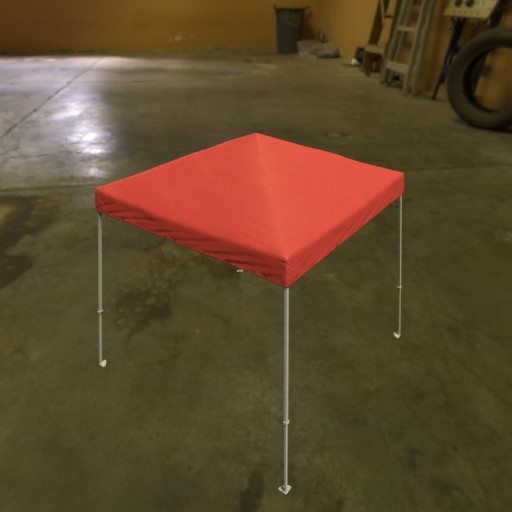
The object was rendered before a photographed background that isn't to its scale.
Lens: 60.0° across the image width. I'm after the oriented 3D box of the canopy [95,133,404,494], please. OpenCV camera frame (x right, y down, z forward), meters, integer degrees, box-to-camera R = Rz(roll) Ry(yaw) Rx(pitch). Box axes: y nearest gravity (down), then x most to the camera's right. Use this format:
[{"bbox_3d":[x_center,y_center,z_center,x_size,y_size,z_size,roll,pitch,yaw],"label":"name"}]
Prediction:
[{"bbox_3d":[0.000,0.000,5.155,2.849,2.849,2.848,21,36,31],"label":"canopy"}]
